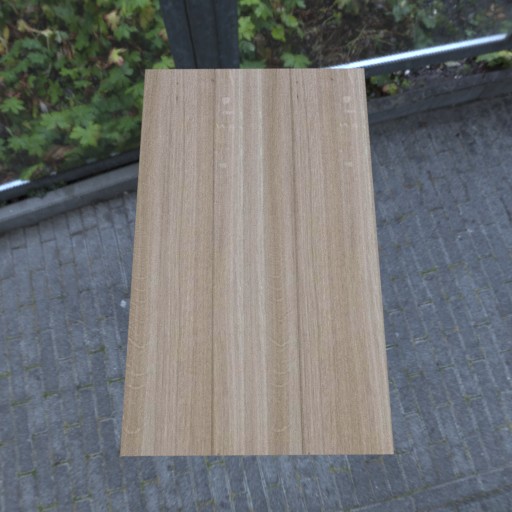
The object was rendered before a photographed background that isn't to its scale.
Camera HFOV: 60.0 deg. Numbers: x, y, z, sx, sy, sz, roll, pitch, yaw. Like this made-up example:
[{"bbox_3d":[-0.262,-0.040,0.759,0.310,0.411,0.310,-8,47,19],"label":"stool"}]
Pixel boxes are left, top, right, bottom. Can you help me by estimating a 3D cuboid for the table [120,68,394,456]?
[{"bbox_3d":[0.000,0.000,1.404,0.678,0.353,1.110,0,75,0],"label":"table"}]
